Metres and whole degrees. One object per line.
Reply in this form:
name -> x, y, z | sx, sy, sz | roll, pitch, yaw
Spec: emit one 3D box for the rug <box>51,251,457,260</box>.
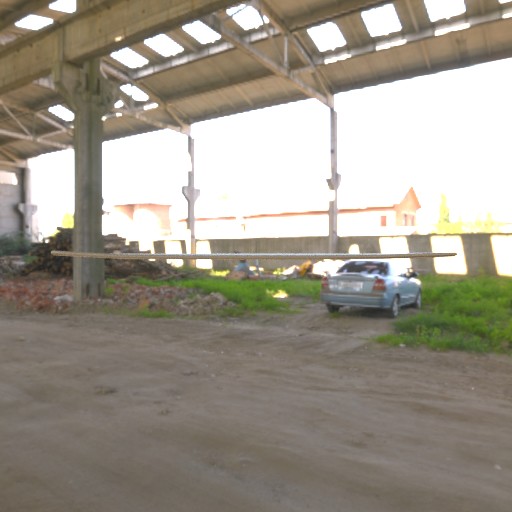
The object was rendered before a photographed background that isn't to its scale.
rug -> 0.000, 0.000, 4.090 | 2.399, 0.054, 3.011 | 0, 0, 0
